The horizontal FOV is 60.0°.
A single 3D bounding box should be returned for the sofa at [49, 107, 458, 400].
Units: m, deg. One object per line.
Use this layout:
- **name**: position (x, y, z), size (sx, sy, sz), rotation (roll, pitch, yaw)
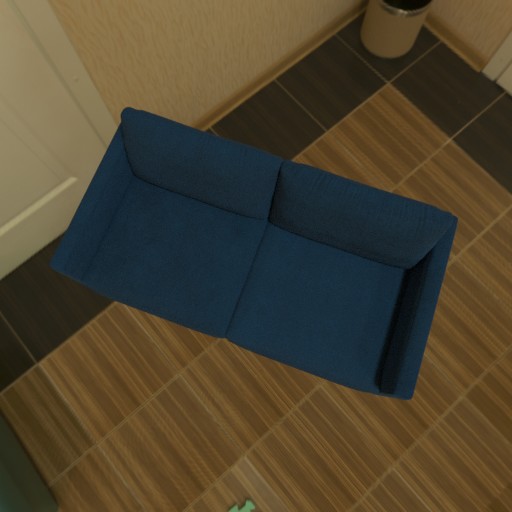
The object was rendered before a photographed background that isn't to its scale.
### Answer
- **sofa**: position (0.000, 0.000, 2.174), size (1.676, 0.817, 0.875), rotation (19, 76, 5)
